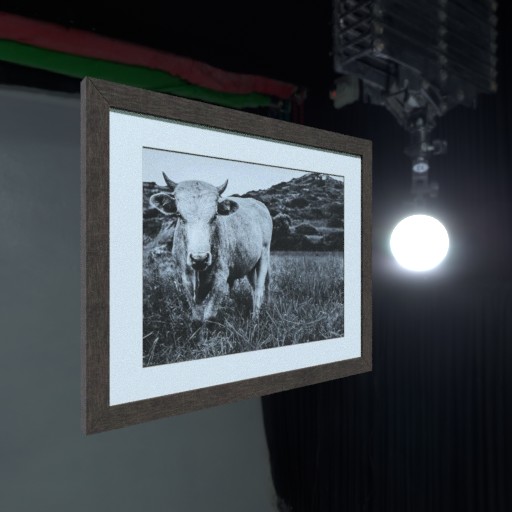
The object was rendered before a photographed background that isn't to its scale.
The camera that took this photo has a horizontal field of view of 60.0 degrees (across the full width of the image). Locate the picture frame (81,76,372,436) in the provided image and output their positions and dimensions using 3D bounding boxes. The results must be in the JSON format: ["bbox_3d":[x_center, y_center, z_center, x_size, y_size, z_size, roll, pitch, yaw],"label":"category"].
[{"bbox_3d":[0.000,0.000,0.730,0.546,0.455,0.026,0,0,-36],"label":"picture frame"}]
